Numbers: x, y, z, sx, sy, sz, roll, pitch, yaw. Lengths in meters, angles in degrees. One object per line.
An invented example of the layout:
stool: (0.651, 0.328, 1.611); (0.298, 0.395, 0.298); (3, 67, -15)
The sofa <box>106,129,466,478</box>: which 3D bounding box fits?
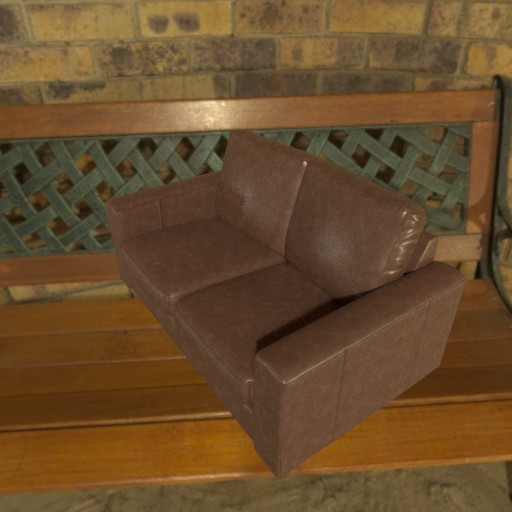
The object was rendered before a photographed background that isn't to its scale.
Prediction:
sofa: (0.000, 0.000, 2.209); (1.016, 0.873, 1.616); (-21, 38, -29)
